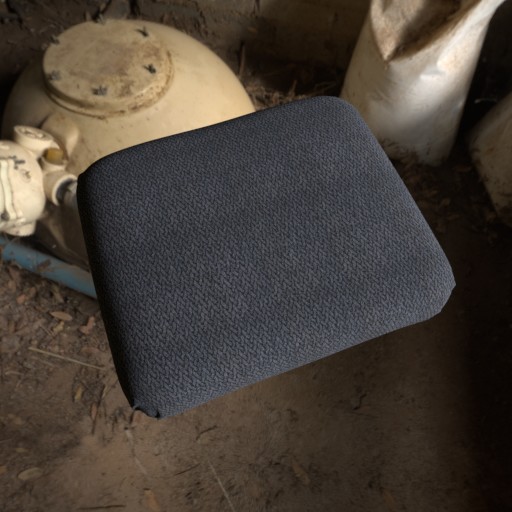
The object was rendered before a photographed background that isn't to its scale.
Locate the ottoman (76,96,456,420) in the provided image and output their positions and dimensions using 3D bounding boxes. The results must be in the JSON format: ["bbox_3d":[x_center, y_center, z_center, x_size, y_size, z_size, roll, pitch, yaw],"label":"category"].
[{"bbox_3d":[0.000,0.000,1.125,0.747,0.450,0.622,-19,66,-8],"label":"ottoman"}]
